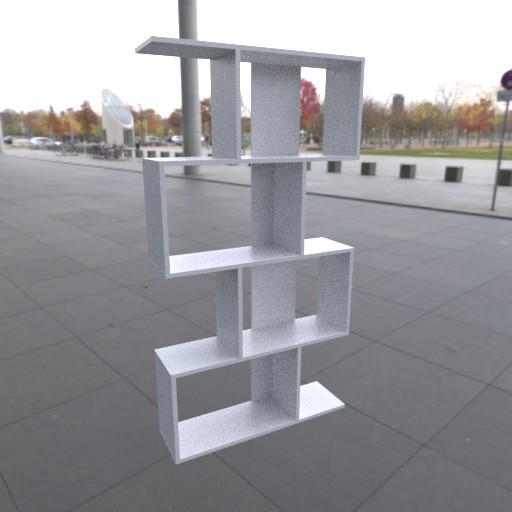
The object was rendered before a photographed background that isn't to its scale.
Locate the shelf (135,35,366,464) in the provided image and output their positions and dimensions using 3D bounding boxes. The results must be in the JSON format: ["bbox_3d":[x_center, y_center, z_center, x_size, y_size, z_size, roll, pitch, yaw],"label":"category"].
[{"bbox_3d":[0.000,0.000,1.955,0.890,1.650,0.250,-8,17,-26],"label":"shelf"}]
